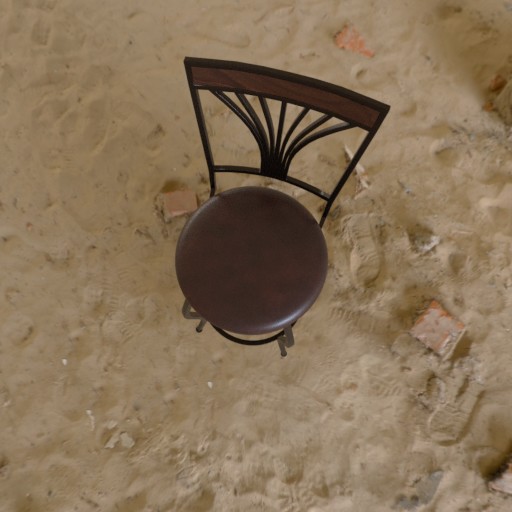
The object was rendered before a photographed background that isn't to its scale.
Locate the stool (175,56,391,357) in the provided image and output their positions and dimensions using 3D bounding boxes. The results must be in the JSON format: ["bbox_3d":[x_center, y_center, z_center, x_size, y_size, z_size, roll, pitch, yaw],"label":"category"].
[{"bbox_3d":[0.000,0.000,1.381,0.433,1.117,0.514,15,75,4],"label":"stool"}]
